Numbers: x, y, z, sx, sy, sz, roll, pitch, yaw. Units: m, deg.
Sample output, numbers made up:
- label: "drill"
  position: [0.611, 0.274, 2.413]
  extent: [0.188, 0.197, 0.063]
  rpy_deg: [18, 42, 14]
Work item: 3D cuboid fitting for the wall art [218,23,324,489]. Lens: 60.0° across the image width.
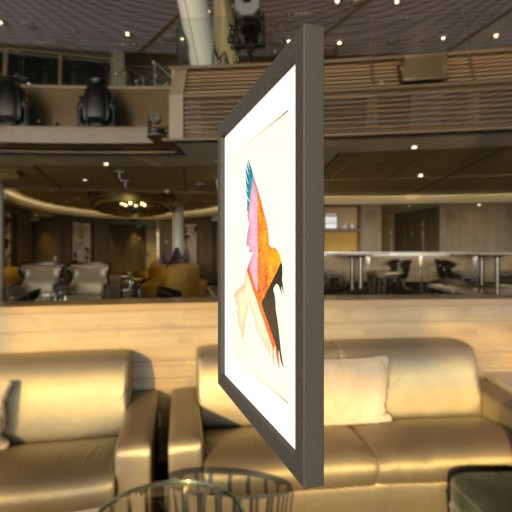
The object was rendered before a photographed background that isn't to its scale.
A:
- label: "wall art"
  position: [0.000, 0.000, 0.752]
  extent: [0.028, 0.558, 0.457]
  rpy_deg: [0, 0, -18]
